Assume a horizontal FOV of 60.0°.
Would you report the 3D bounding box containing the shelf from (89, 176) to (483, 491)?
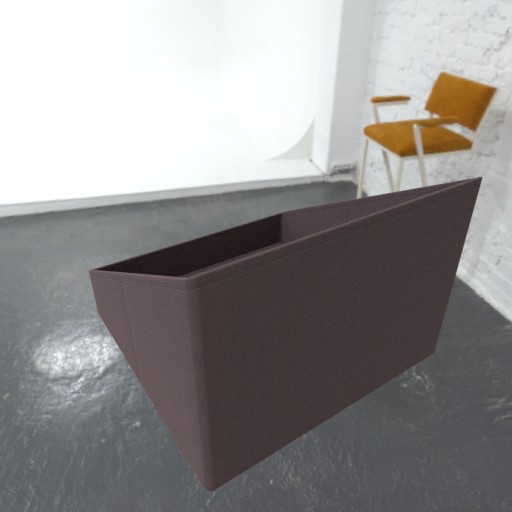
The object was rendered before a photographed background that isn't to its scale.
[{"bbox_3d":[0.000,0.000,0.477,0.292,0.210,0.292,-19,36,-29],"label":"shelf"}]
